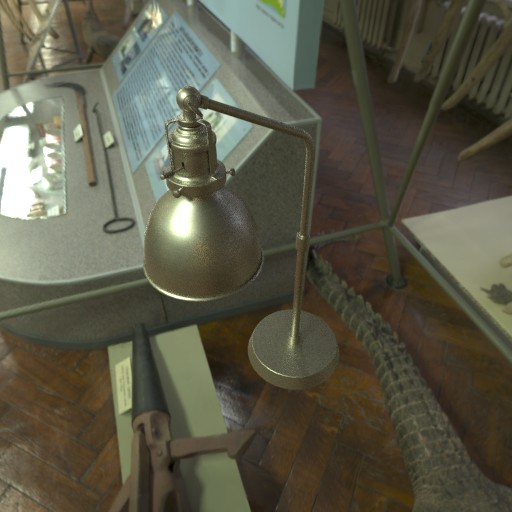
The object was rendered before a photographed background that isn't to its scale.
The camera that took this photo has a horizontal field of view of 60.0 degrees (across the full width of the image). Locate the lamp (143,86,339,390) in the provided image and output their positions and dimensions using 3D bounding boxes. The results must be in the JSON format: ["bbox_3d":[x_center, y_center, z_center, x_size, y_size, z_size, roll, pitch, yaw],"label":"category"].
[{"bbox_3d":[0.000,0.000,0.579,0.286,0.456,0.153,-13,43,-14],"label":"lamp"}]
